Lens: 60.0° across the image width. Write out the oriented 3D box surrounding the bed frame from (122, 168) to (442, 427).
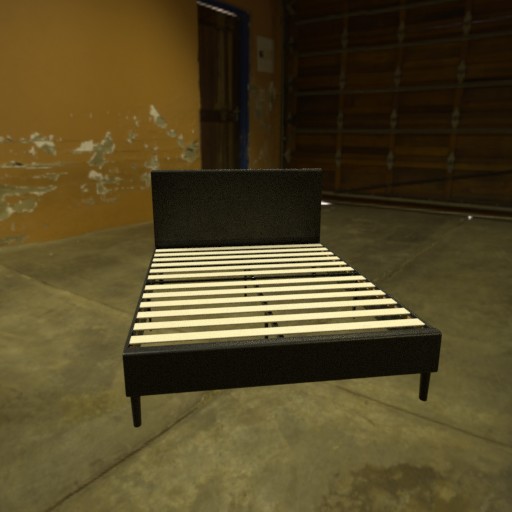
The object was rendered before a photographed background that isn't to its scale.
[{"bbox_3d":[0.000,0.000,3.279,1.634,1.127,2.318,-2,15,-8],"label":"bed frame"}]
